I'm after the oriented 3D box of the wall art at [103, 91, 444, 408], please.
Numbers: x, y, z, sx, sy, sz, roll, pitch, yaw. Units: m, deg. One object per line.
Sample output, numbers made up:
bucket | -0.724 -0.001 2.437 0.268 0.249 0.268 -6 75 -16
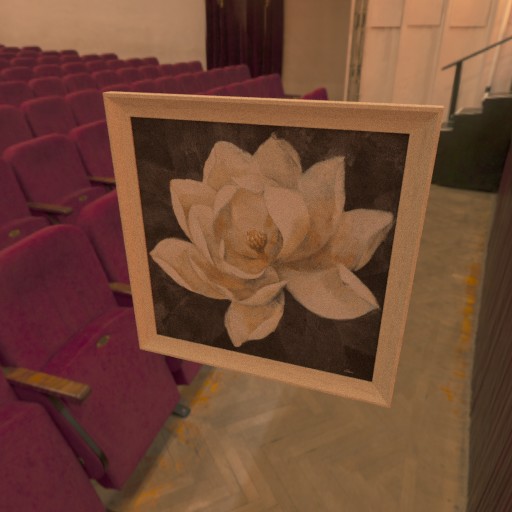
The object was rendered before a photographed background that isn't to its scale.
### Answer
wall art | 0.000 0.000 1.507 1.016 1.016 0.045 9 28 17
